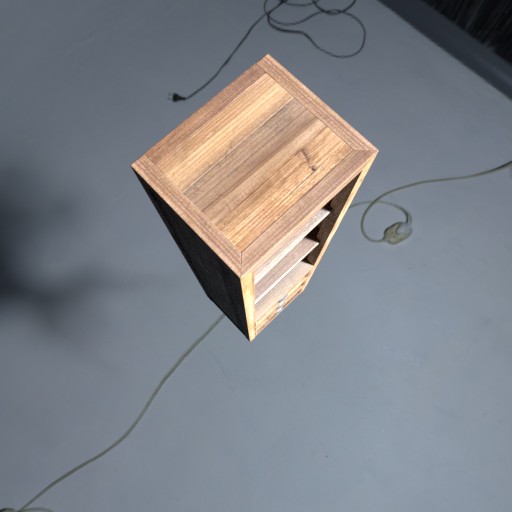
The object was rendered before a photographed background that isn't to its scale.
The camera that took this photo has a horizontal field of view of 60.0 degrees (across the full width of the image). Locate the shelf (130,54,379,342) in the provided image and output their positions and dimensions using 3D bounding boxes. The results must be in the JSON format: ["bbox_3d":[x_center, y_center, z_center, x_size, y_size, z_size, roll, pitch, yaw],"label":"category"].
[{"bbox_3d":[0.000,0.000,2.071,0.500,1.900,0.428,-43,79,-11],"label":"shelf"}]
